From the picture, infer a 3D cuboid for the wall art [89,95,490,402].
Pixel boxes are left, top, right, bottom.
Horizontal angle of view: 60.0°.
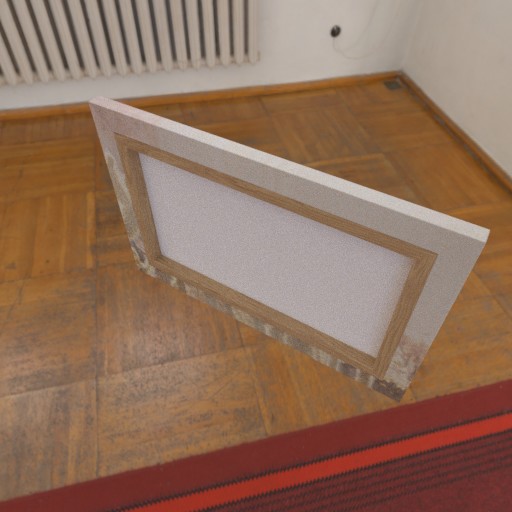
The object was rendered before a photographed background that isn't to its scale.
[{"bbox_3d":[0.000,0.000,1.132,0.916,0.608,0.040,24,51,21],"label":"wall art"}]
